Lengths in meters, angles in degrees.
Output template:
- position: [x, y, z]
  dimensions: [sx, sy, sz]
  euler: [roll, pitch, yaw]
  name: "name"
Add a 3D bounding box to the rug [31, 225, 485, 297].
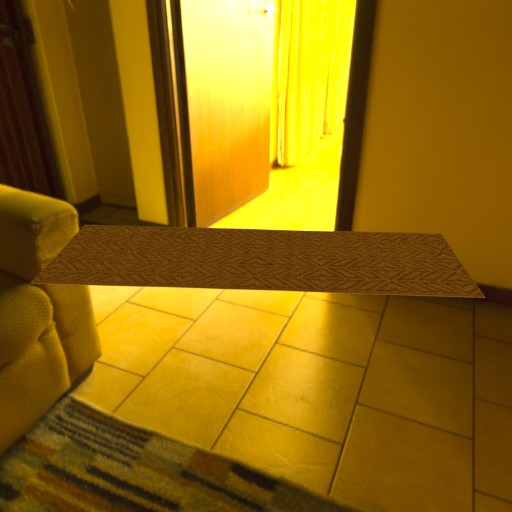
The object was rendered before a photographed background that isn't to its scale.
- position: [0.000, 0.000, 2.695]
  dimensions: [2.435, 0.009, 0.750]
  euler: [2, 29, 3]
  name: "rug"
